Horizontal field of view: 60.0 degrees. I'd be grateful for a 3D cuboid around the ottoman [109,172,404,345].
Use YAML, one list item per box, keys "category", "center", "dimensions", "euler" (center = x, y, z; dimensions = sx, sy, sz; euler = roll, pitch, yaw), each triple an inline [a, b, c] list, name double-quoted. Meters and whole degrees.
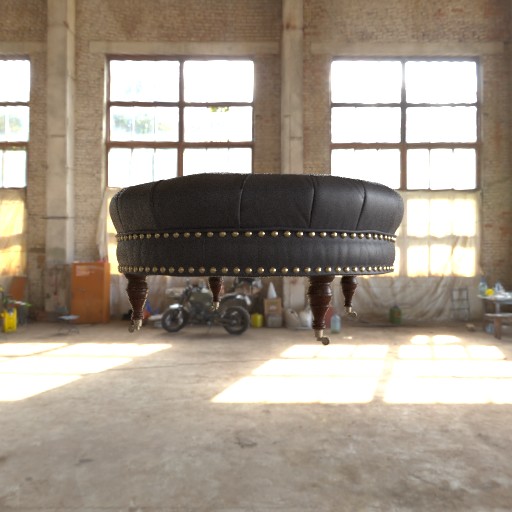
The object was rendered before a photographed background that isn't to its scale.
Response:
- category: "ottoman"
  center: [0.000, 0.000, 1.420]
  dimensions: [0.901, 0.439, 0.901]
  euler: [0, 0, 0]
